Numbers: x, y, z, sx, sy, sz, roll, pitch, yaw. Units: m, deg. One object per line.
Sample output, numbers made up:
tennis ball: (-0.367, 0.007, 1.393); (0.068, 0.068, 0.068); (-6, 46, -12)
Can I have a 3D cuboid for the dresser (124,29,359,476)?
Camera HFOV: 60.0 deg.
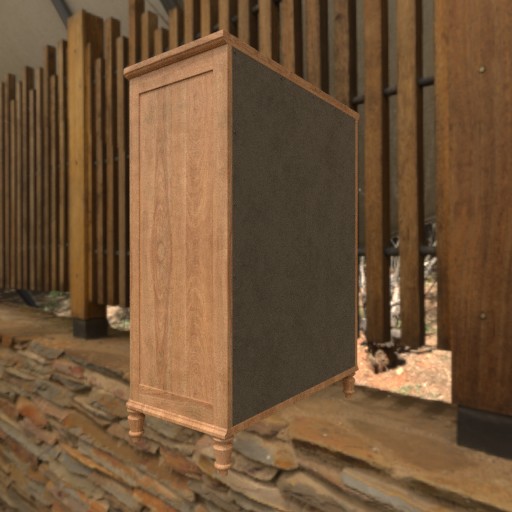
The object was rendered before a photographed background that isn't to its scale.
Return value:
dresser: (0.000, 0.000, 1.821); (0.484, 1.318, 0.973); (0, 0, 36)
